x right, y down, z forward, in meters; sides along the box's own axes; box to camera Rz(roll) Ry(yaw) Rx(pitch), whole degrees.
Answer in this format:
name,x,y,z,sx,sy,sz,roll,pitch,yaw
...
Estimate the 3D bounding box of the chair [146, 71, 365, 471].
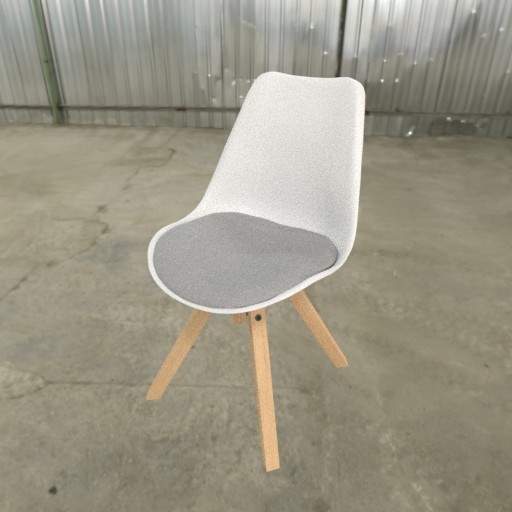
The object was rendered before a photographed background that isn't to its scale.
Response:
name,x,y,z,sx,sy,sz,roll,pitch,yaw
chair,0.000,0.000,1.177,0.485,0.850,0.550,18,34,29
